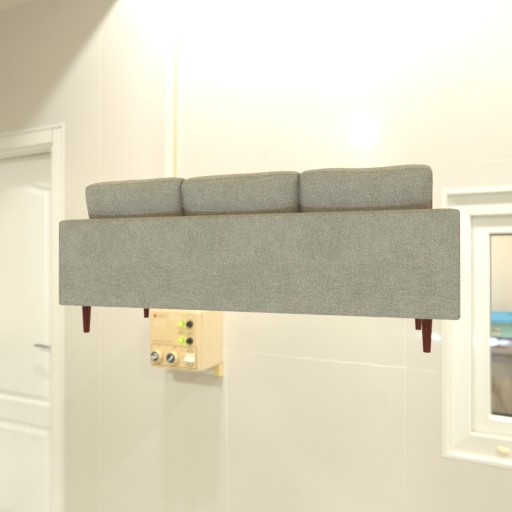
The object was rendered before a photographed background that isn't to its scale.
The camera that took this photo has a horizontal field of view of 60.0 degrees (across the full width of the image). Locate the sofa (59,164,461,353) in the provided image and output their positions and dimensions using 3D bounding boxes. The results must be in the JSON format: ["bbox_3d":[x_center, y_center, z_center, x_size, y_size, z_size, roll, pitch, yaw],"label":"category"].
[{"bbox_3d":[0.000,0.000,2.764,2.246,0.930,0.903,0,0,17],"label":"sofa"}]
